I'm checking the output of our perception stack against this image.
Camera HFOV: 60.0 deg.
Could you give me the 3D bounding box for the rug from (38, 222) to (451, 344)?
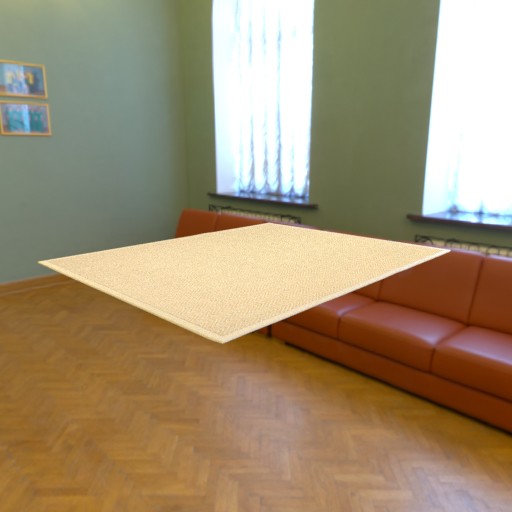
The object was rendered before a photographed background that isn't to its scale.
[{"bbox_3d":[0.000,0.000,4.105,2.423,0.019,3.009,13,18,43],"label":"rug"}]
